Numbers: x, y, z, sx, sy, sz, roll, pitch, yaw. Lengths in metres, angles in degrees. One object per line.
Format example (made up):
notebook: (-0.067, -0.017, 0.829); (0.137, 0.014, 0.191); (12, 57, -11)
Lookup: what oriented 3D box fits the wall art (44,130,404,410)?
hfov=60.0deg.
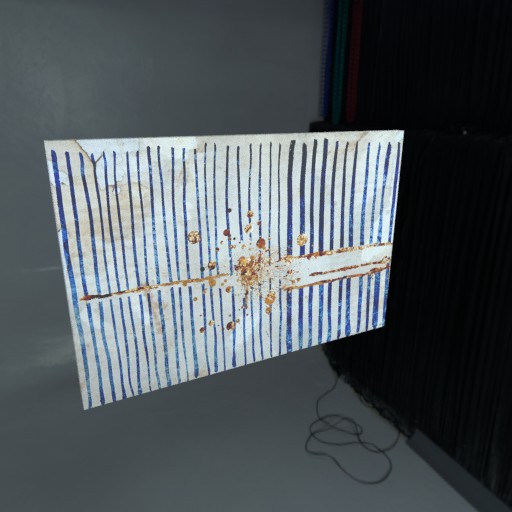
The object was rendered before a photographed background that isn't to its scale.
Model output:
wall art: (0.000, 0.000, 1.151); (0.919, 0.609, 0.030); (-9, 21, -26)
